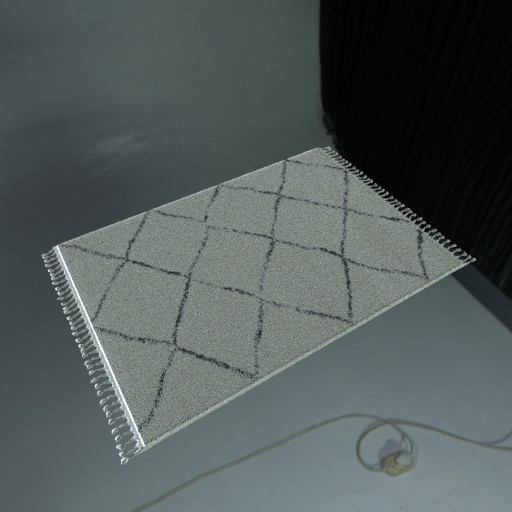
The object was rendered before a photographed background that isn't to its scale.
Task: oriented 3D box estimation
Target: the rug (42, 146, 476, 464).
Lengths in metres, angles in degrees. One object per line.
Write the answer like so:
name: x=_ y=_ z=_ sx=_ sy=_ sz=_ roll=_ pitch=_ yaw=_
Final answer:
rug: x=0.000 y=0.000 z=2.781 sx=2.307 sy=0.031 sz=1.494 roll=-24 pitch=52 yaw=-21
